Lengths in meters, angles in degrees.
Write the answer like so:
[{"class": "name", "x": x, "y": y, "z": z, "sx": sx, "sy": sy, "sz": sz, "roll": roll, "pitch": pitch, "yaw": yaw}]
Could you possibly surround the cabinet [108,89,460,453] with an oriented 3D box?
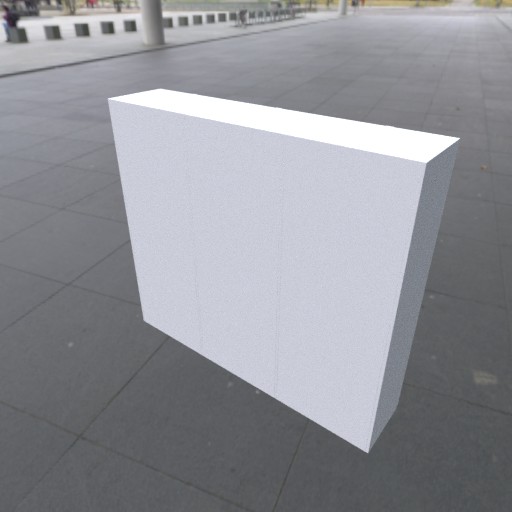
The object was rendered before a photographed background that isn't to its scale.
[{"class": "cabinet", "x": 0.000, "y": 0.000, "z": 3.815, "sx": 2.700, "sy": 2.370, "sz": 0.590, "roll": 22, "pitch": 37, "yaw": 32}]
